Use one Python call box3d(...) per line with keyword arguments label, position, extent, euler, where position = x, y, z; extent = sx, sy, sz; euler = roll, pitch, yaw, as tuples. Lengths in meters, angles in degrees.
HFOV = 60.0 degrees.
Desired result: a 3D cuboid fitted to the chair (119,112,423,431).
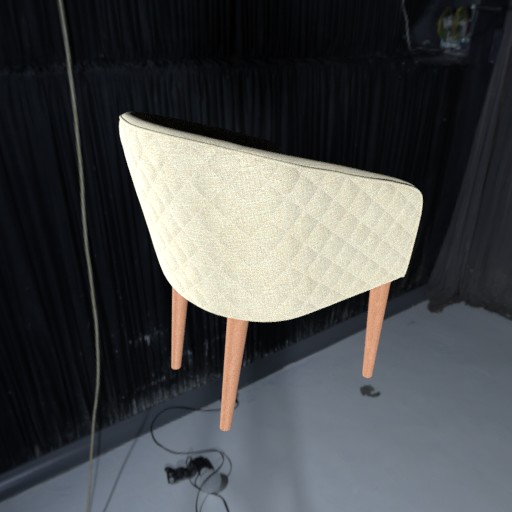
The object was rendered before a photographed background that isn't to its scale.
box3d(label="chair", position=(0.000, 0.000, 1.212), extent=(0.616, 0.775, 0.584), euler=(-18, 32, -31))
